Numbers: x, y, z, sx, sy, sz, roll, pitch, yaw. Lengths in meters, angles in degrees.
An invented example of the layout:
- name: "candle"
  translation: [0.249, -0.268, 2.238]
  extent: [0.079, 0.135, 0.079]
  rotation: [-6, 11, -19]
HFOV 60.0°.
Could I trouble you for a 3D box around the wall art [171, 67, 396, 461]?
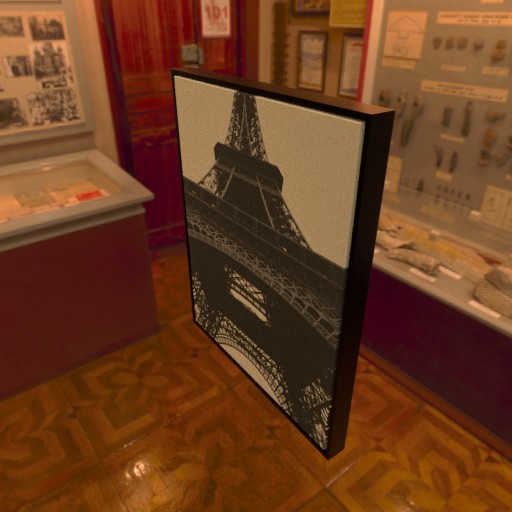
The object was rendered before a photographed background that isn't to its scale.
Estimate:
- name: "wall art"
  translation: [0.000, 0.000, 0.756]
  extent: [0.039, 0.553, 0.451]
  rotation: [-20, 35, -31]
